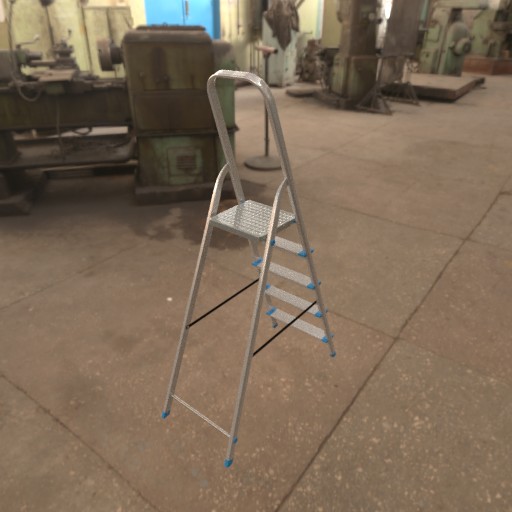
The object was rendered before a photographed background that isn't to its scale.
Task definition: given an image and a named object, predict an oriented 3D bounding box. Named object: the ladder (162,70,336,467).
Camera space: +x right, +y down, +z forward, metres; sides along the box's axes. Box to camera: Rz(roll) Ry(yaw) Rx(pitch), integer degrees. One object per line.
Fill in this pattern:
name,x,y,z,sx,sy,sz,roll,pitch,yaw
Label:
ladder,0.000,0.000,2.100,0.468,1.648,0.990,22,36,33
